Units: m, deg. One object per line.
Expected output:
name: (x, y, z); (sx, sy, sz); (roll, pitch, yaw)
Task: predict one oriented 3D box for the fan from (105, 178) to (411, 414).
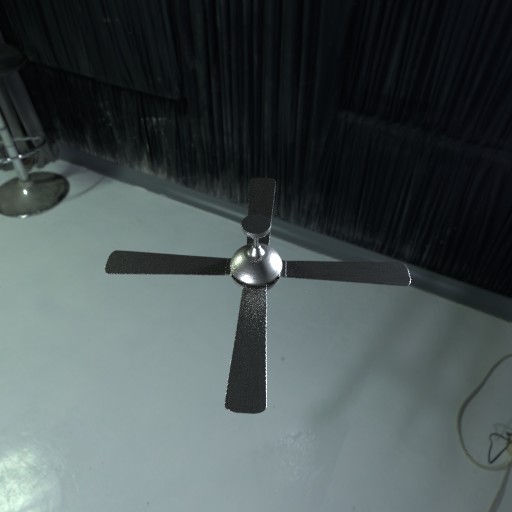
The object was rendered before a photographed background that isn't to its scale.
fan: (0.000, 0.000, 1.970); (1.321, 0.381, 1.321); (18, 48, 16)
